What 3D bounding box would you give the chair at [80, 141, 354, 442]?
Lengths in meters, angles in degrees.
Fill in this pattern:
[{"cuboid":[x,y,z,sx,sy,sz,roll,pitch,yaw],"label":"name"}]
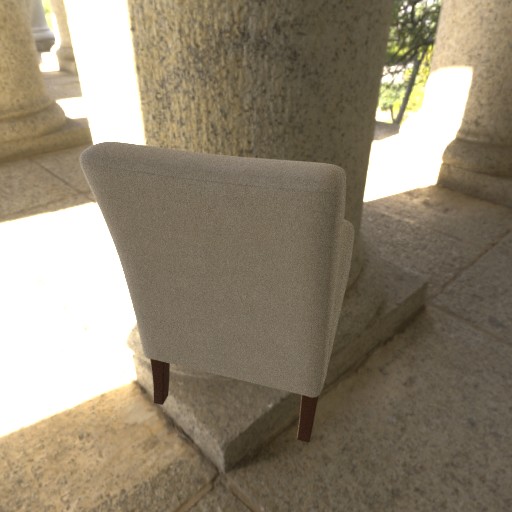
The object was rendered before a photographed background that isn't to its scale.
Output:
[{"cuboid":[0.000,0.000,1.310,0.521,0.833,0.754,9,33,14],"label":"chair"}]
